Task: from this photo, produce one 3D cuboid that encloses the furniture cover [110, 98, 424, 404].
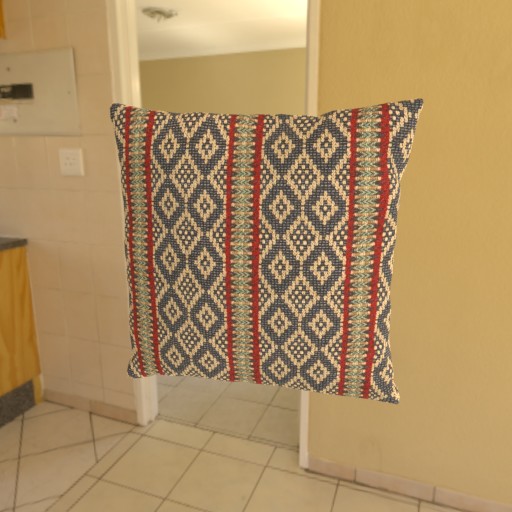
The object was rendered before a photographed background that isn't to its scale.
[{"bbox_3d":[0.000,0.000,0.646,0.431,0.431,0.139,2,14,10],"label":"furniture cover"}]
